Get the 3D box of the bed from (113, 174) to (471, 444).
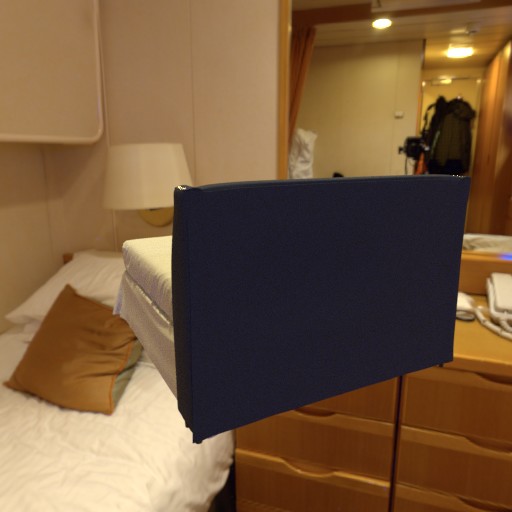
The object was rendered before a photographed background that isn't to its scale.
[{"bbox_3d":[0.000,0.000,3.475,1.925,1.332,2.276,-7,15,-27],"label":"bed"}]
